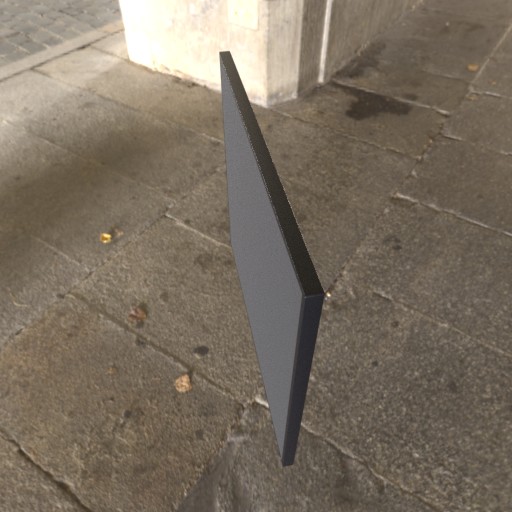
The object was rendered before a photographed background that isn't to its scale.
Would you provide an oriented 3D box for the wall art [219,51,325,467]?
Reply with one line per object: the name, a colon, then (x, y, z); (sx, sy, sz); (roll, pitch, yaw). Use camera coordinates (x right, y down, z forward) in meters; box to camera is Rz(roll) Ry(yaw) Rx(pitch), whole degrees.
wall art: (0.000, 0.000, 0.726); (0.018, 0.450, 0.521); (-9, 48, -8)
